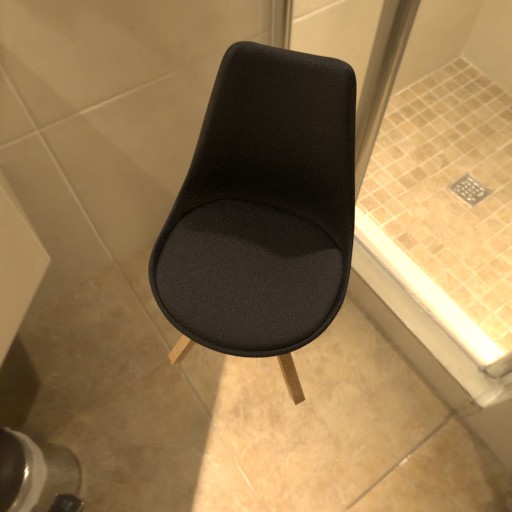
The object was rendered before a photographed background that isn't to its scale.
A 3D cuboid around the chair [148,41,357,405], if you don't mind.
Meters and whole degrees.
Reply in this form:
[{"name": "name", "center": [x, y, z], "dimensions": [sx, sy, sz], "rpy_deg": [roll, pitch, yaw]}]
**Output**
[{"name": "chair", "center": [0.000, 0.000, 1.159], "dimensions": [0.485, 0.850, 0.549], "rpy_deg": [15, 61, 9]}]
